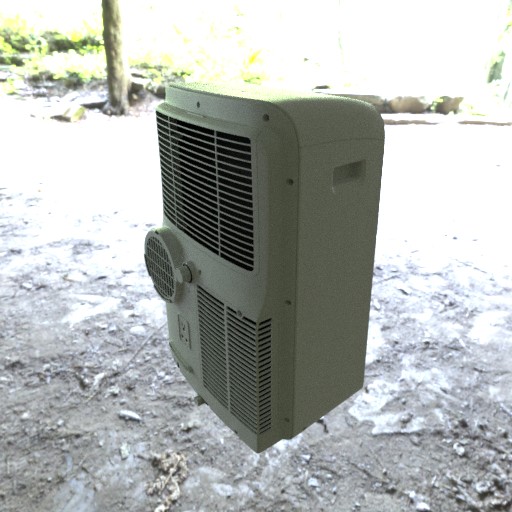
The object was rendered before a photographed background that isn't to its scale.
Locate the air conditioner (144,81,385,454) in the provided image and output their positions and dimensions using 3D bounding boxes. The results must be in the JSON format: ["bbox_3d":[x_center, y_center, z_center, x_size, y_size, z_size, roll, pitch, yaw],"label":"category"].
[{"bbox_3d":[0.000,0.000,0.975,0.365,0.700,0.454,-18,32,-32],"label":"air conditioner"}]
